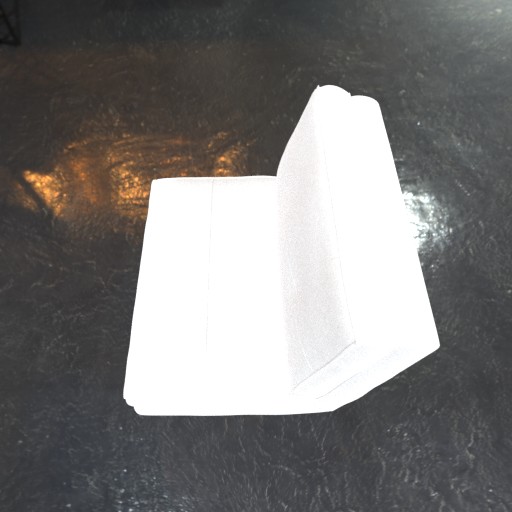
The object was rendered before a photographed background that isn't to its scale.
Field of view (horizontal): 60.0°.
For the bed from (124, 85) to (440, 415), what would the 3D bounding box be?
[{"bbox_3d":[0.000,0.000,1.302,0.749,0.614,0.799,-1,58,-1],"label":"bed"}]
